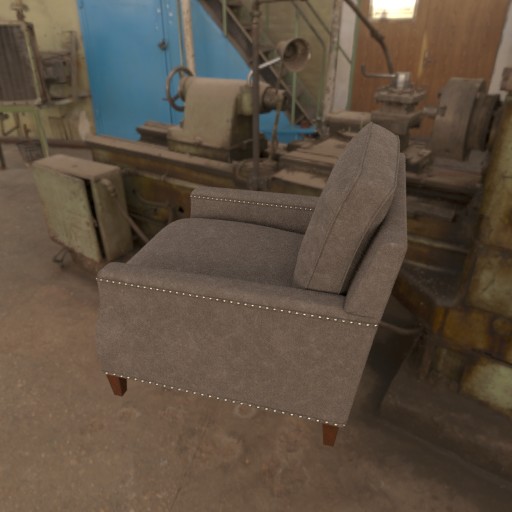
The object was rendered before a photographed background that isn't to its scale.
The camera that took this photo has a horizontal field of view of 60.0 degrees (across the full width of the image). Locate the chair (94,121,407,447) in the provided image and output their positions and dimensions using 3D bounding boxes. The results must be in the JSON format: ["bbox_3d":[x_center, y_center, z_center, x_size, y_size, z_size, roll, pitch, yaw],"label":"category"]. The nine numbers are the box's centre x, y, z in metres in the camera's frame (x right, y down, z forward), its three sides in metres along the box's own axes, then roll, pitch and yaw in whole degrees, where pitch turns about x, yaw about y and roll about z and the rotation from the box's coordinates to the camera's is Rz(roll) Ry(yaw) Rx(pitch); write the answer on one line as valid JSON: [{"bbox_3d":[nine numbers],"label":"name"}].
[{"bbox_3d":[0.000,0.000,1.715,1.014,0.948,0.853,8,30,14],"label":"chair"}]
